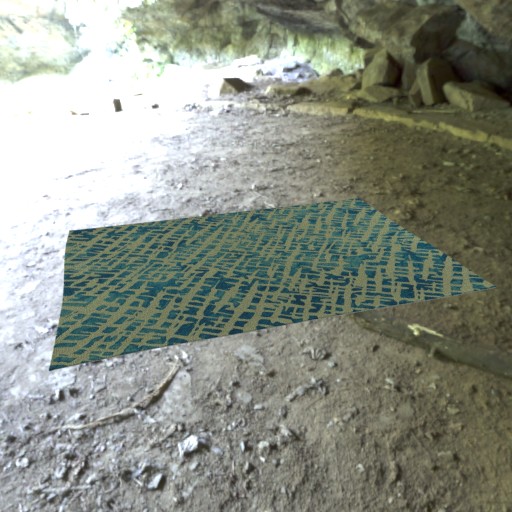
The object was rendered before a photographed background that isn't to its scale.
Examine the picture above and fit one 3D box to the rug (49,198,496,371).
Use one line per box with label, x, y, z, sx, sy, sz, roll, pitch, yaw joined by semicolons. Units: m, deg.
rug;0.000;0.000;2.214;1.830;0.011;1.209;-8;28;-15
